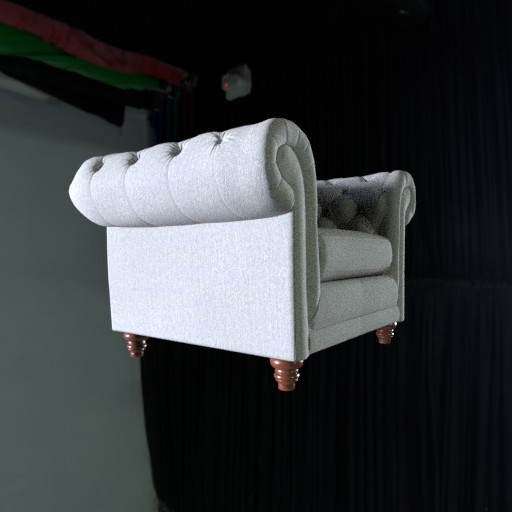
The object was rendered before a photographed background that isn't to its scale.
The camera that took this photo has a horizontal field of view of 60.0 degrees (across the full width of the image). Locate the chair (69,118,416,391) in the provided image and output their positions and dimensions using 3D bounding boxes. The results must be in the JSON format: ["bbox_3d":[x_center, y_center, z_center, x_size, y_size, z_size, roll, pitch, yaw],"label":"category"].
[{"bbox_3d":[0.000,0.000,1.874,0.976,0.770,1.270,1,1,36],"label":"chair"}]
